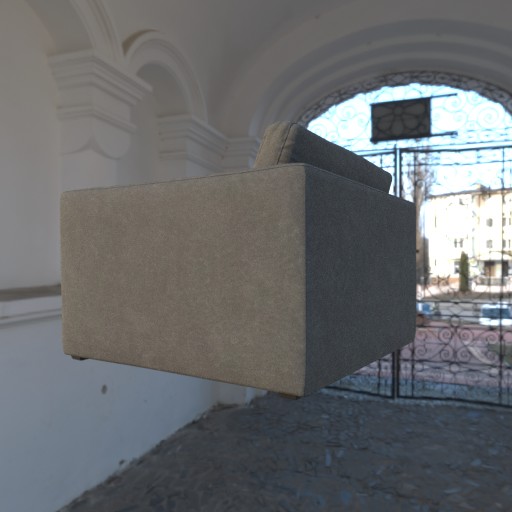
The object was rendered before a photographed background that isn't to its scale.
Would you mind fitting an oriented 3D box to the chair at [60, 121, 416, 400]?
[{"bbox_3d":[0.000,0.000,1.905,1.091,0.845,1.190,0,-1,35],"label":"chair"}]
